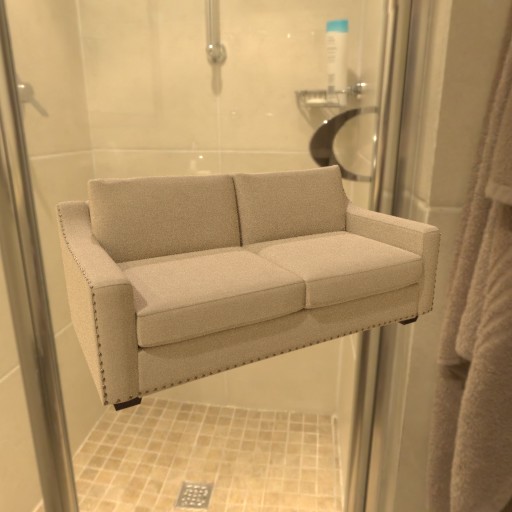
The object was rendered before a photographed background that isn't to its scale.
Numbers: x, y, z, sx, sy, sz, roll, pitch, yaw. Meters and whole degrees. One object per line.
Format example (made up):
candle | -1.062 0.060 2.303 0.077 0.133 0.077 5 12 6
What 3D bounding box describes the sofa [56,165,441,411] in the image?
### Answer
sofa | 0.000 0.000 2.743 2.107 0.983 1.104 -9 19 -28
